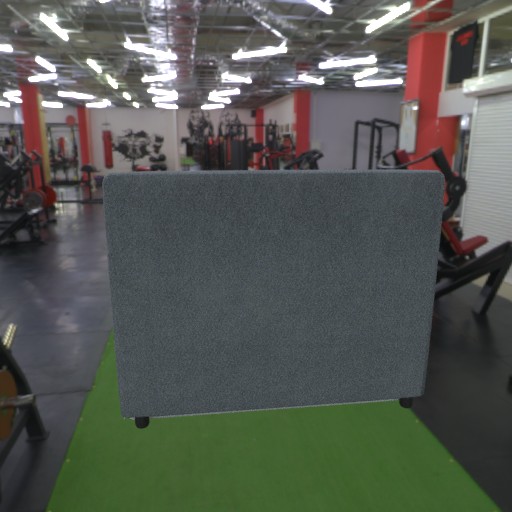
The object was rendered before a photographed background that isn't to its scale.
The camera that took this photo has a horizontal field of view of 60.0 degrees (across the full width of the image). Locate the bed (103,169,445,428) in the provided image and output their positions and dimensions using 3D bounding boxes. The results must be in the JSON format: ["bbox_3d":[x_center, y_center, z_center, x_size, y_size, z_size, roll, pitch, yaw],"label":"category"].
[{"bbox_3d":[0.000,0.000,3.243,1.713,1.330,2.142,-2,14,-7],"label":"bed"}]
